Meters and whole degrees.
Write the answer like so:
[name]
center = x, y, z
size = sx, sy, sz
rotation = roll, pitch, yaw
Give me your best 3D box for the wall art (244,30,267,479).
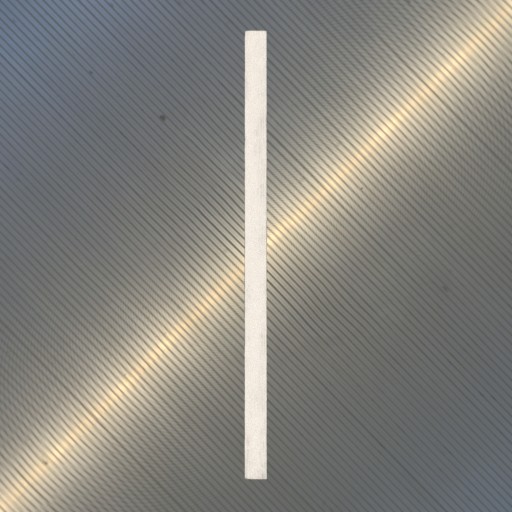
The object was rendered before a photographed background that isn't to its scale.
[wall art]
center = 0.000, 0.000, 1.133
size = 0.038, 0.762, 0.762
rotation = 0, 89, 0
